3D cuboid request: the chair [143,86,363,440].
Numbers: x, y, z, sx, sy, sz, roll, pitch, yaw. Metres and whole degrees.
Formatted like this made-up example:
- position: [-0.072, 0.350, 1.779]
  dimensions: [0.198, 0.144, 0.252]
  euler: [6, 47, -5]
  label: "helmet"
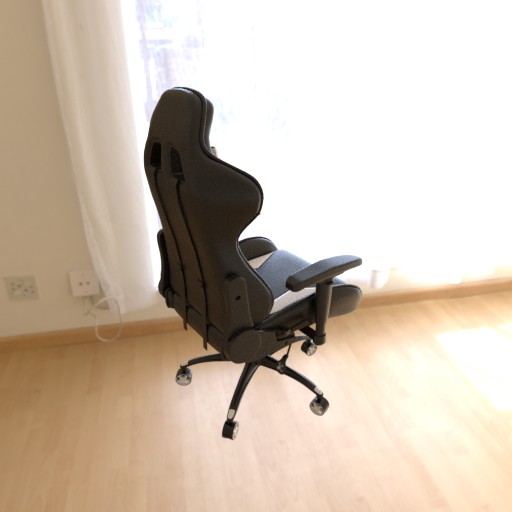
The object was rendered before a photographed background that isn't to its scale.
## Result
- position: [0.000, 0.000, 1.750]
  dimensions: [0.695, 1.285, 0.730]
  euler: [-19, 32, -33]
  label: "chair"
